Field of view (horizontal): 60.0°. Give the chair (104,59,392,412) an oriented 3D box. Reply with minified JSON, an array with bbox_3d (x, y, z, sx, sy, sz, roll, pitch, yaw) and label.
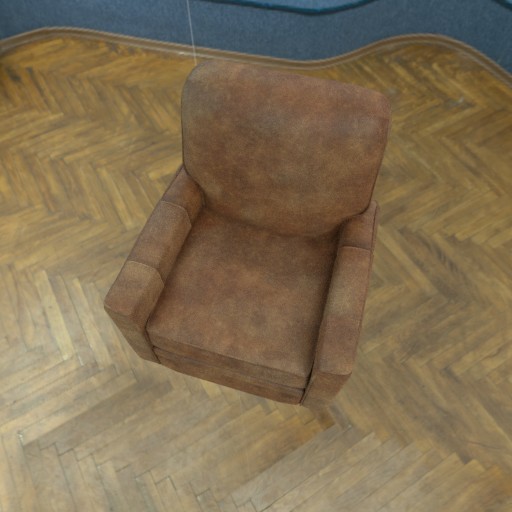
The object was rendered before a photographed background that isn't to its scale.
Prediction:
[{"bbox_3d":[0.000,0.000,1.679,0.843,1.043,0.836,14,60,8],"label":"chair"}]
